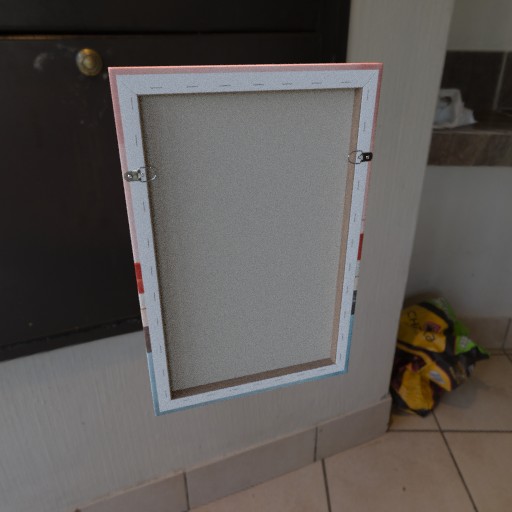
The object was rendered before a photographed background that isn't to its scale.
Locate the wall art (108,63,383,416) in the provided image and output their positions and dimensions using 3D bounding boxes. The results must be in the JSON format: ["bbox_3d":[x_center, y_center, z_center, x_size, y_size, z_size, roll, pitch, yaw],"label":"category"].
[{"bbox_3d":[0.000,0.000,1.156,0.610,0.914,0.038,-8,27,-16],"label":"wall art"}]
